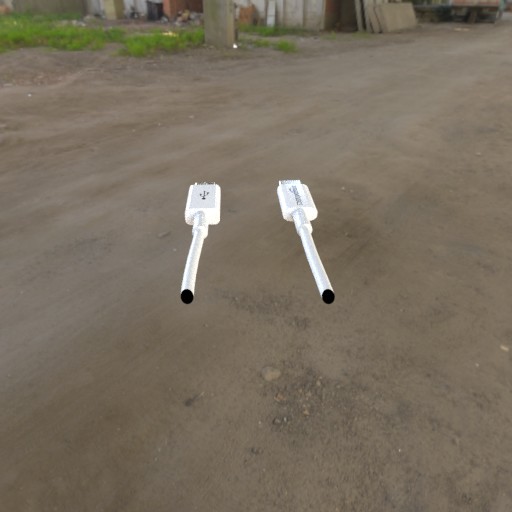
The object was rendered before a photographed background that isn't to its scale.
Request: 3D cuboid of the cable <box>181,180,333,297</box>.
[{"bbox_3d":[0.000,0.000,0.115,0.040,0.006,0.098,-2,31,-3],"label":"cable"}]
